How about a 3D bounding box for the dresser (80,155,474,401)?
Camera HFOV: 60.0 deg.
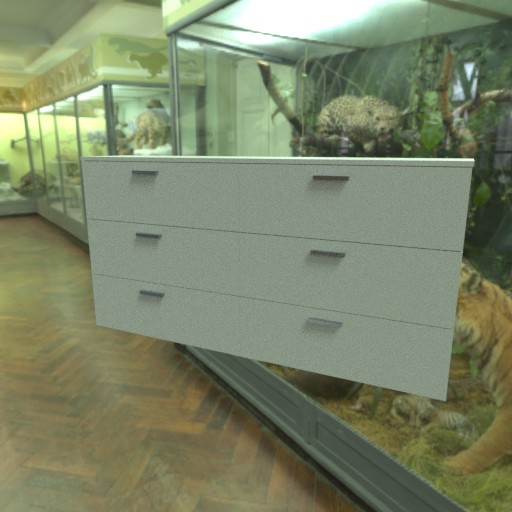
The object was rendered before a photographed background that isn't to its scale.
[{"bbox_3d":[0.000,0.000,1.823,1.535,0.790,0.333,6,15,24],"label":"dresser"}]
